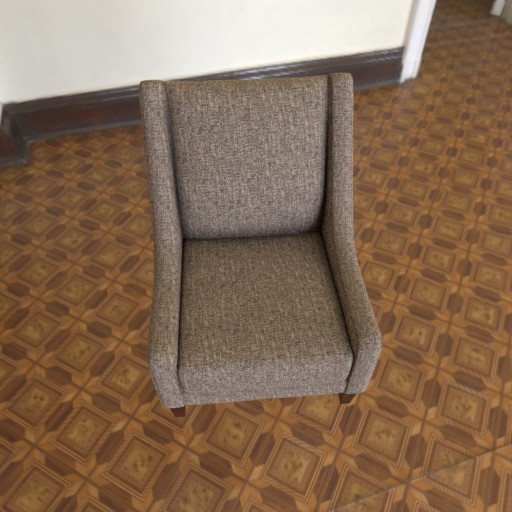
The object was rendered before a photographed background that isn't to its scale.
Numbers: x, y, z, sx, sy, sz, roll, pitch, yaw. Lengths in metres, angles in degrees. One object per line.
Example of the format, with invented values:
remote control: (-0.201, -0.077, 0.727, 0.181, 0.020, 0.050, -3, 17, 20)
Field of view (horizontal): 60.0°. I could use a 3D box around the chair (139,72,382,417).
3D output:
chair: (0.000, 0.000, 1.658, 0.774, 1.014, 0.870, -3, 47, -3)
